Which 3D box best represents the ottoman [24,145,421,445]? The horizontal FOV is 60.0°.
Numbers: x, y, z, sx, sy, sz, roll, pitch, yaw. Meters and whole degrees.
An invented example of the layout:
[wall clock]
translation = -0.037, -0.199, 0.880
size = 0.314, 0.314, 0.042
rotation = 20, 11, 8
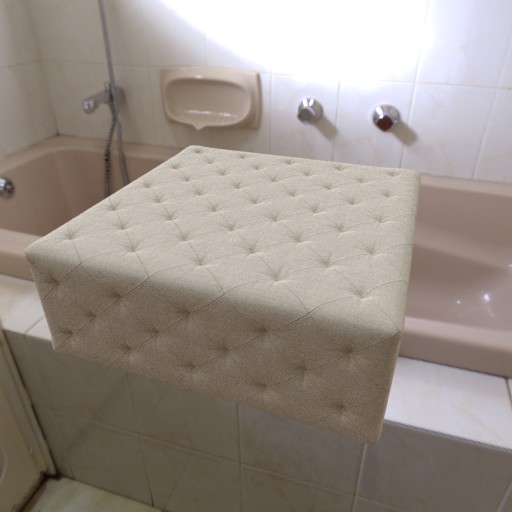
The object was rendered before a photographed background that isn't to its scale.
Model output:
[ottoman]
translation = 0.000, 0.000, 1.590
size = 1.028, 0.439, 1.028
rotation = 11, 33, 17
